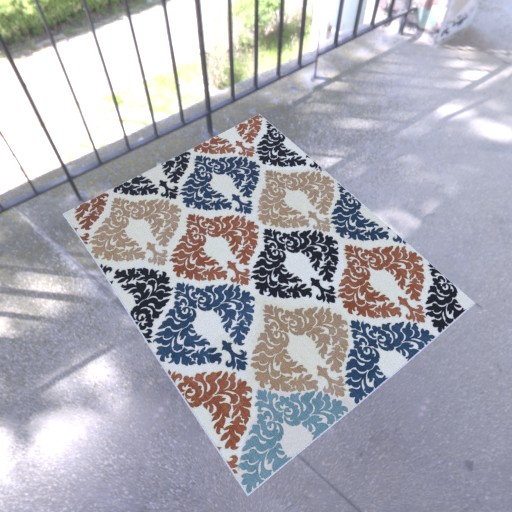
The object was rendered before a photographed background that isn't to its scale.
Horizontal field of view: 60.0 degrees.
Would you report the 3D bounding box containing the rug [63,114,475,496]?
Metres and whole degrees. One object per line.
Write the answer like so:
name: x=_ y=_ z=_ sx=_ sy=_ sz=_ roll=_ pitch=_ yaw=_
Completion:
rug: x=0.000 y=0.000 z=4.040 sx=2.423 sy=0.014 sz=3.040 roll=-33 pitch=63 yaw=-19
